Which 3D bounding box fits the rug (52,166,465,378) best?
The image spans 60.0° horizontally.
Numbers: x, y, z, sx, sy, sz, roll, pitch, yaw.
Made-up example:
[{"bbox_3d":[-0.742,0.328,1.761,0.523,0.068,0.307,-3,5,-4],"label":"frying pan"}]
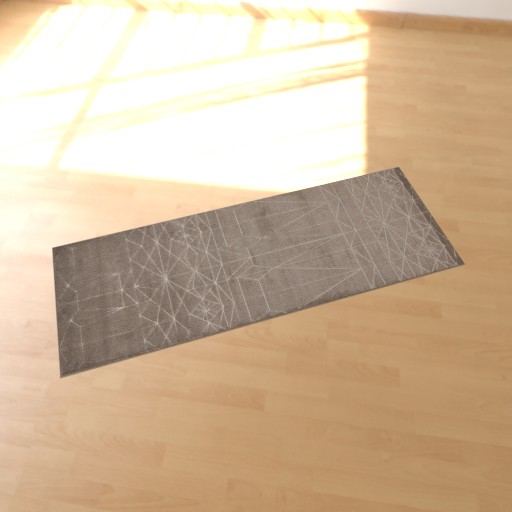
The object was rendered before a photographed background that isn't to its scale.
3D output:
[{"bbox_3d":[0.000,0.000,2.721,2.388,0.012,0.864,-14,57,-9],"label":"rug"}]
